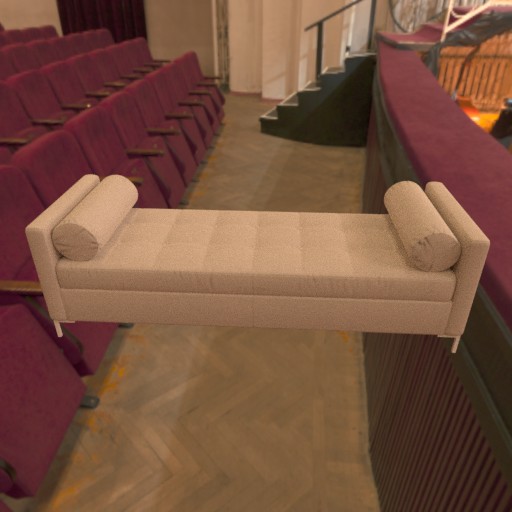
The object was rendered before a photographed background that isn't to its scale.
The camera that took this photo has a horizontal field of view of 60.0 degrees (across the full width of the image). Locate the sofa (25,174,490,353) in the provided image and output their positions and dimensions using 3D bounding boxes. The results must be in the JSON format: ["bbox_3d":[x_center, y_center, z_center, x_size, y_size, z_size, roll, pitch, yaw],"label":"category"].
[{"bbox_3d":[0.000,0.000,2.311,1.981,0.635,0.686,2,30,3],"label":"sofa"}]
